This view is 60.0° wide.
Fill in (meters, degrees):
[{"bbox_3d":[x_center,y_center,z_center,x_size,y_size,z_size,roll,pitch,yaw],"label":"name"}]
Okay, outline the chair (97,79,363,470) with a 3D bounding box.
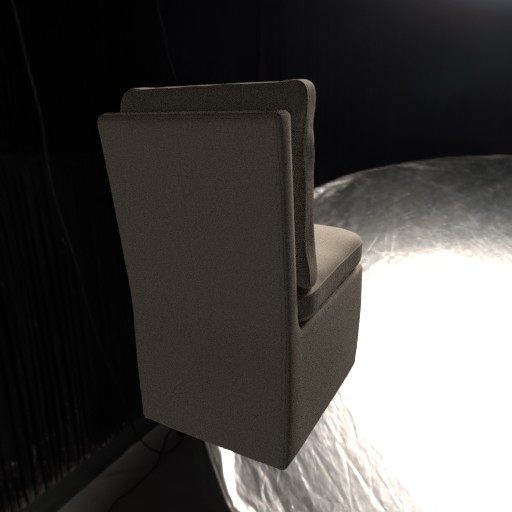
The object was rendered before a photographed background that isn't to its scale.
[{"bbox_3d":[0.000,0.000,1.318,0.503,0.927,0.698,9,18,27],"label":"chair"}]
